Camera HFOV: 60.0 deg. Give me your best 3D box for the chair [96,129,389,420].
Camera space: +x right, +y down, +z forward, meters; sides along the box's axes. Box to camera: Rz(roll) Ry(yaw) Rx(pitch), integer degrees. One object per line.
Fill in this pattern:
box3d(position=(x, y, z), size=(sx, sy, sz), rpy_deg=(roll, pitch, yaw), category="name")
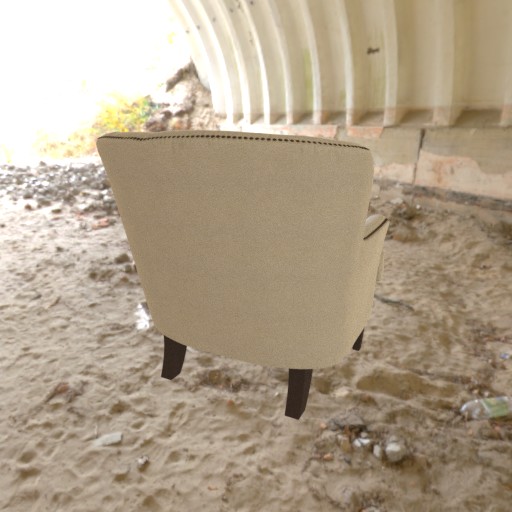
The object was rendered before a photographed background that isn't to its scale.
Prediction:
box3d(position=(0.000, 0.000, 1.565), size=(0.848, 0.868, 0.906), rpy_deg=(8, 19, 26), category="chair")
